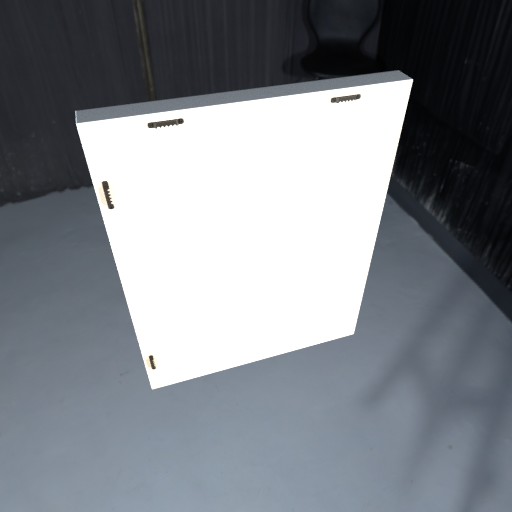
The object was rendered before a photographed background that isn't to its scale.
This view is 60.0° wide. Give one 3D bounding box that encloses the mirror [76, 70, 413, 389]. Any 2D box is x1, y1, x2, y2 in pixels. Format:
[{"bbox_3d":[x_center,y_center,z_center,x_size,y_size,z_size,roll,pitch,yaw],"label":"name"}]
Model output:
[{"bbox_3d":[0.000,0.000,0.690,0.406,0.509,0.041,-12,43,-13],"label":"mirror"}]
